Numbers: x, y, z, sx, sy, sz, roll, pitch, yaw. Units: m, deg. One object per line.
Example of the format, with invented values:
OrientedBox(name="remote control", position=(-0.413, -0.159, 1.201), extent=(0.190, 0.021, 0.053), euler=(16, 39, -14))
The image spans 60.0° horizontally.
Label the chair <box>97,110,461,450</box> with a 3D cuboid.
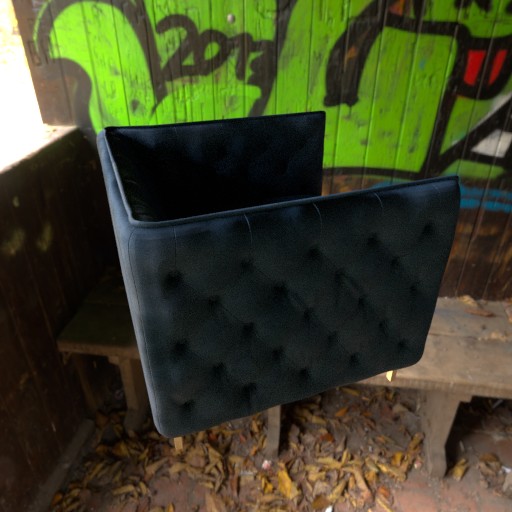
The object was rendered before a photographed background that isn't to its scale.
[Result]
OrientedBox(name="chair", position=(0.000, 0.000, 1.515), extent=(0.877, 0.771, 0.868), euler=(-11, 33, -17))
